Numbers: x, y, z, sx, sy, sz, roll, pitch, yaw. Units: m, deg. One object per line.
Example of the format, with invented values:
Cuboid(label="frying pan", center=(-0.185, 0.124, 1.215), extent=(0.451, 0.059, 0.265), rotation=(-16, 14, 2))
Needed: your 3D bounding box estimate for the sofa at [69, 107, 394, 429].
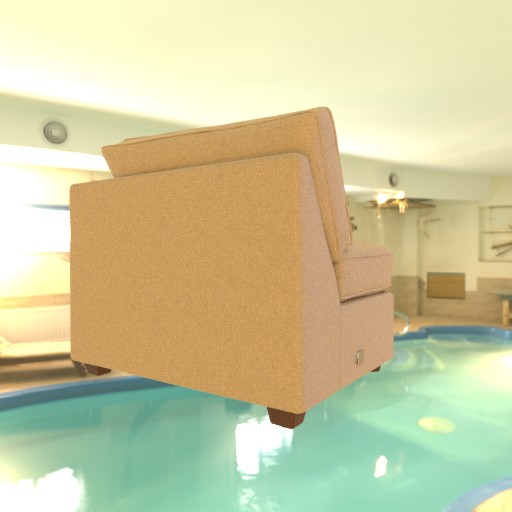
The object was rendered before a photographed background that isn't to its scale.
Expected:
Cuboid(label="sofa", center=(0.000, 0.000, 1.840), extent=(1.050, 0.937, 1.042), rotation=(1, 1, 36))
